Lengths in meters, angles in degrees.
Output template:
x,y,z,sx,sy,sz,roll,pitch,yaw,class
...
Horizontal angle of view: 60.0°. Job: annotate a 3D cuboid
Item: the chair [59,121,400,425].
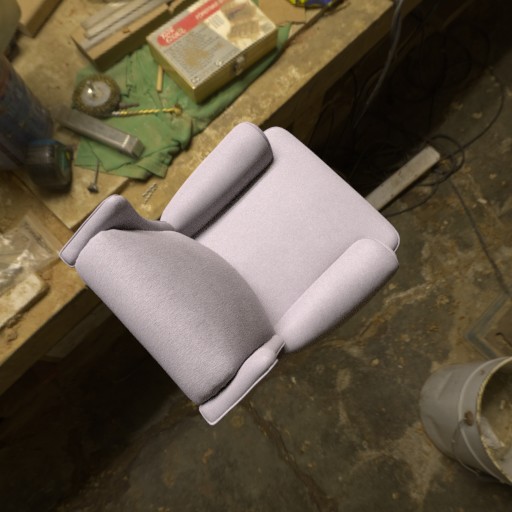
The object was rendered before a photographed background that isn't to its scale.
x,y,z,sx,sy,sz,roll,pitch,yaw,class
0.000,0.000,1.715,0.969,1.011,0.847,-43,80,-10,chair
